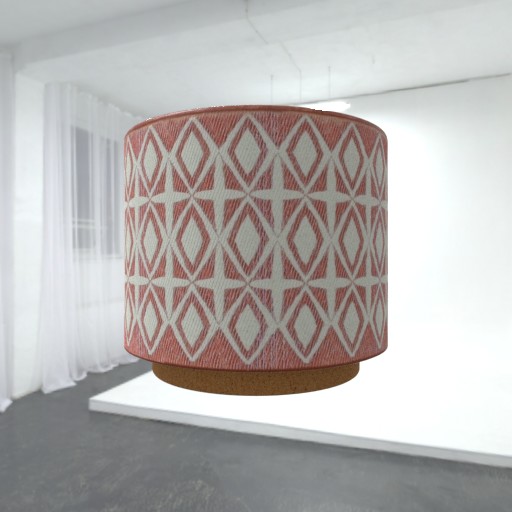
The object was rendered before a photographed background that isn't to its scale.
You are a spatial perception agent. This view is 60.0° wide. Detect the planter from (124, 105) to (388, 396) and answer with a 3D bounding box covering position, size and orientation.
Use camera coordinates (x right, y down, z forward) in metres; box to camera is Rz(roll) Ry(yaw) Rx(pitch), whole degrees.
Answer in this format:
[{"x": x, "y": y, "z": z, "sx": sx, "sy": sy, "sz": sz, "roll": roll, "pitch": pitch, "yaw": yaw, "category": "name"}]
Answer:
[{"x": 0.000, "y": 0.000, "z": 0.479, "sx": 0.273, "sy": 0.237, "sz": 0.273, "roll": 0, "pitch": 0, "yaw": 0, "category": "planter"}]
